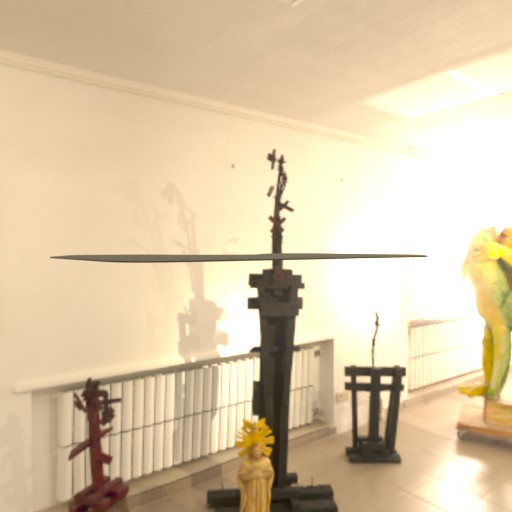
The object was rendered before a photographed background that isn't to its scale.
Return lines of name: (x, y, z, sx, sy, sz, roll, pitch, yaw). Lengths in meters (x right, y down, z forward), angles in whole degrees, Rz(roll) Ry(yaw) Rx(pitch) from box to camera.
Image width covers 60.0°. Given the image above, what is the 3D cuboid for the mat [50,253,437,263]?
mat: (0.000, 0.000, 1.927, 1.524, 0.013, 0.918, -1, 1, -37)
